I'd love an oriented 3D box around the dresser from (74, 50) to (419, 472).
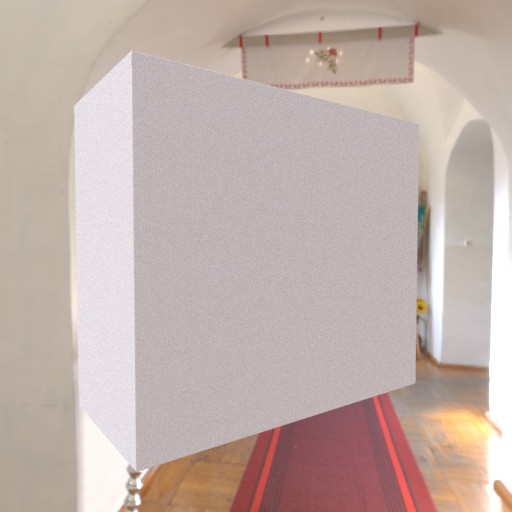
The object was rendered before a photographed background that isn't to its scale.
[{"bbox_3d":[0.000,0.000,1.188,0.830,0.740,0.420,-2,3,-36],"label":"dresser"}]
